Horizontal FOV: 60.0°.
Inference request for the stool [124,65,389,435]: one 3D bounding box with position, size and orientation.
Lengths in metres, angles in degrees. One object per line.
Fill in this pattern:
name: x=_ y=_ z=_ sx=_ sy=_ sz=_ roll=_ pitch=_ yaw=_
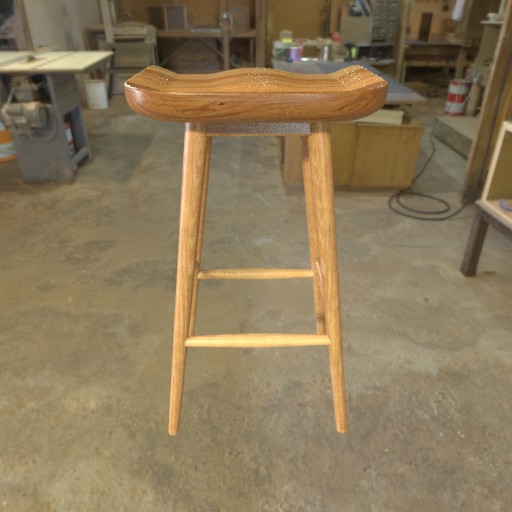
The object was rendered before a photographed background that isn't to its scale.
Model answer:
stool: x=0.000 y=0.000 z=0.916 sx=0.407 sy=0.698 sz=0.322 roll=0 pitch=30 yaw=-1
